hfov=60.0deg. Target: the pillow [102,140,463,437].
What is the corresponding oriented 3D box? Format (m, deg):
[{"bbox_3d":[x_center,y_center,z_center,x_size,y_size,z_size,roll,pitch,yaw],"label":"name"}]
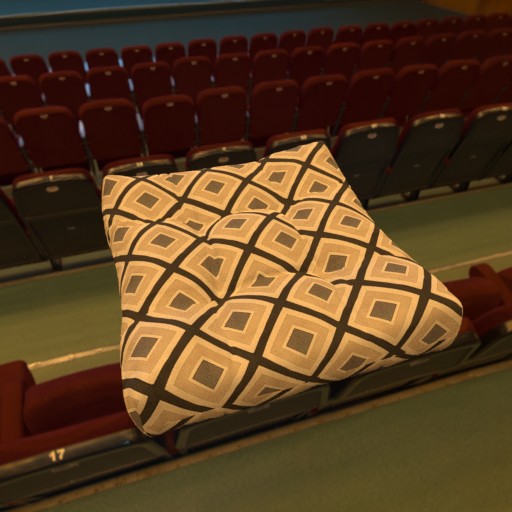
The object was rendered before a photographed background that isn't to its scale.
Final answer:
[{"bbox_3d":[0.000,0.000,0.736,0.468,0.128,0.490,-12,44,-13],"label":"pillow"}]
